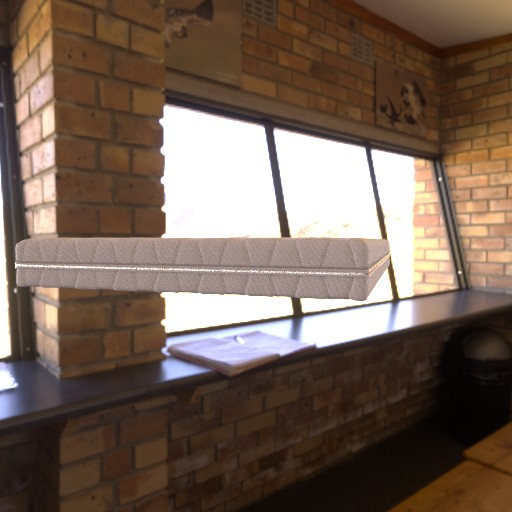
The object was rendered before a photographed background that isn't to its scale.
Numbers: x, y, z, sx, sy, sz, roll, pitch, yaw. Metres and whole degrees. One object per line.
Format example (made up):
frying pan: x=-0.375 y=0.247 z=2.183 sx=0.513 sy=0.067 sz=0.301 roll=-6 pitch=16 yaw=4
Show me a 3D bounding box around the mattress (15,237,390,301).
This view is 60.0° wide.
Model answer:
mattress: x=0.000 y=0.000 z=2.518 sx=1.400 sy=0.200 sz=2.000 roll=1 pitch=2 yaw=19
